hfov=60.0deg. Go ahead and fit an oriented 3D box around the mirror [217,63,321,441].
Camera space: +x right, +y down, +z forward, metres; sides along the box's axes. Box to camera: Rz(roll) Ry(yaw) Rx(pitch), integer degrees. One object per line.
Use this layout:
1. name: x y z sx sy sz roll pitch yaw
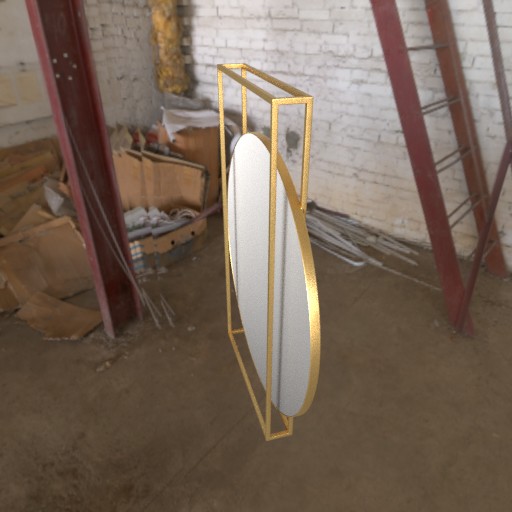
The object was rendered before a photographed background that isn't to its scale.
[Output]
1. mirror: 0.000 0.000 0.798 0.051 0.603 0.508 -8 31 -14
